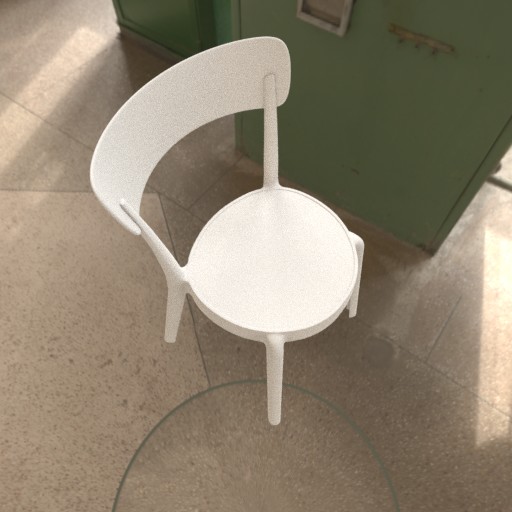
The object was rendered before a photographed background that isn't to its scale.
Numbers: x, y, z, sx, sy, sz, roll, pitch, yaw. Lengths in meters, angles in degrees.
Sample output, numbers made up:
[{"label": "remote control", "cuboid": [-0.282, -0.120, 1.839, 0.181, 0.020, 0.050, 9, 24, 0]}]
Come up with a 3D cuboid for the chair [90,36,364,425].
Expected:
[{"label": "chair", "cuboid": [0.000, 0.000, 1.085, 0.491, 0.790, 0.506, 33, 64, 19]}]
